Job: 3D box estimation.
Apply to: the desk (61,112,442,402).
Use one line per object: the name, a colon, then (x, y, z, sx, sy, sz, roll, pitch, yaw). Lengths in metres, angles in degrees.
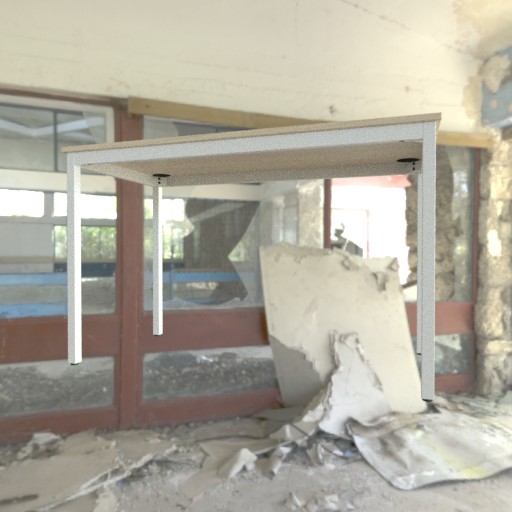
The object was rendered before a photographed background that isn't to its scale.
desk: (0.000, 0.000, 1.608, 1.200, 0.750, 0.600, 0, 1, 19)
